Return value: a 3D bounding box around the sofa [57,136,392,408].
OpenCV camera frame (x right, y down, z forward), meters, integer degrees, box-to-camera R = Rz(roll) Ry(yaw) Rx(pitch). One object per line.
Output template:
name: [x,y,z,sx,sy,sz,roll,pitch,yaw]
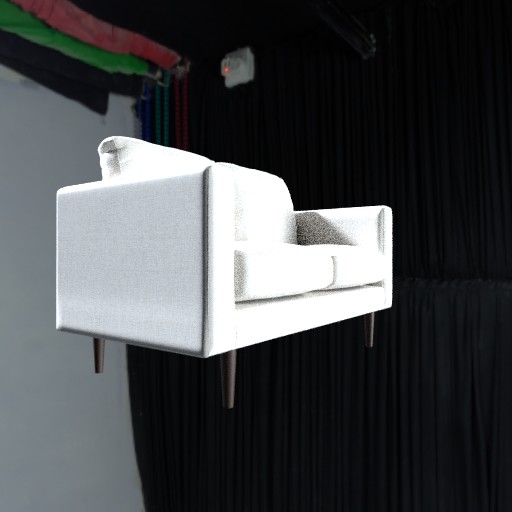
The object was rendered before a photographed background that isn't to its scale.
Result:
sofa: [0.000,0.000,1.964,0.796,0.908,1.430,0,0,36]
